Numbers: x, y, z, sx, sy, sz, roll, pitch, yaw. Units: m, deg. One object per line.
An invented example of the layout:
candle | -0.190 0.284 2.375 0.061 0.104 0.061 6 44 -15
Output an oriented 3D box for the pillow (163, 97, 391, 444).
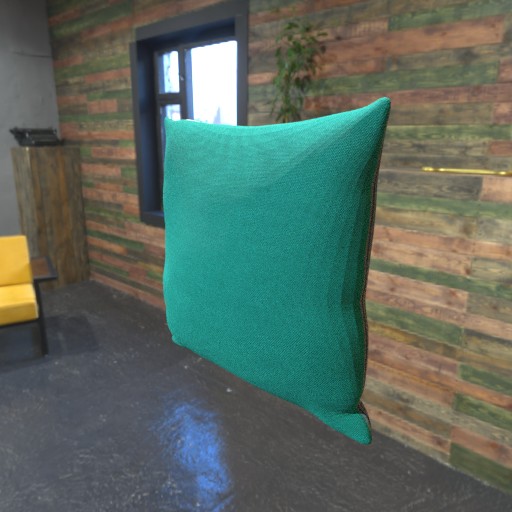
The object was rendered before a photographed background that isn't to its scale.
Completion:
pillow | 0.000 0.000 0.687 0.440 0.441 0.182 14 20 42
